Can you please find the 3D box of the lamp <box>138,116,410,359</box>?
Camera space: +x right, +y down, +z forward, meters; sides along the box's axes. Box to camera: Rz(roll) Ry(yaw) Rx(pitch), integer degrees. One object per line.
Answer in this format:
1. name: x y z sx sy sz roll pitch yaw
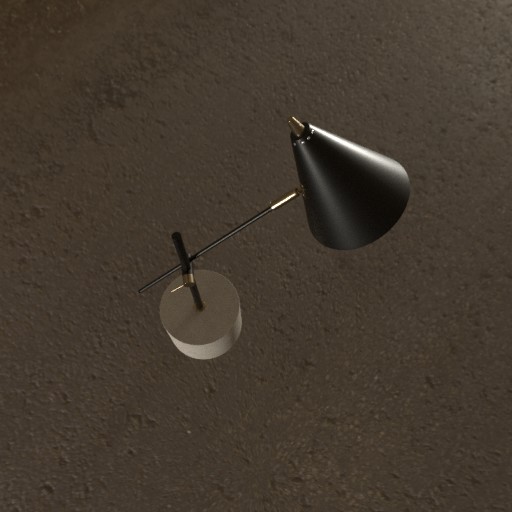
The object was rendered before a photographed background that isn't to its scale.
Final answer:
1. lamp: 0.000 0.000 0.712 0.403 0.518 0.214 1 64 0
